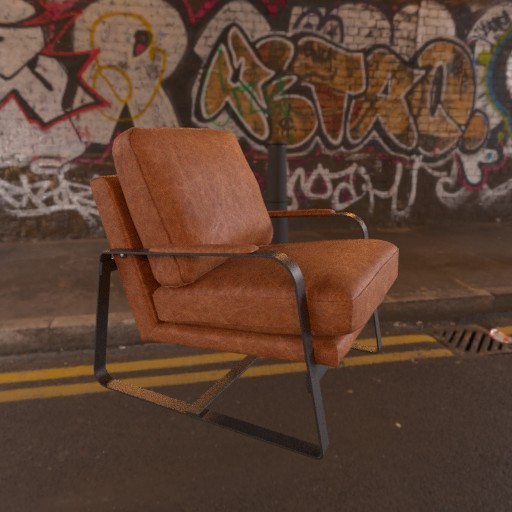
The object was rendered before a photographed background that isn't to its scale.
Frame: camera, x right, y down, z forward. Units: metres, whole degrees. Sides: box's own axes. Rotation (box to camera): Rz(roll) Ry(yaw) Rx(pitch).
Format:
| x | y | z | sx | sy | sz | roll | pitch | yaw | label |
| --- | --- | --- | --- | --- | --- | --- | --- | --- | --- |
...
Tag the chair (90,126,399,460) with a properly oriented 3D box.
| x | y | z | sx | sy | sz | roll | pitch | yaw | label |
| --- | --- | --- | --- | --- | --- | --- | --- | --- | --- |
| 0.000 | 0.000 | 1.386 | 0.801 | 0.777 | 0.651 | 8 | 17 | 26 | chair |
